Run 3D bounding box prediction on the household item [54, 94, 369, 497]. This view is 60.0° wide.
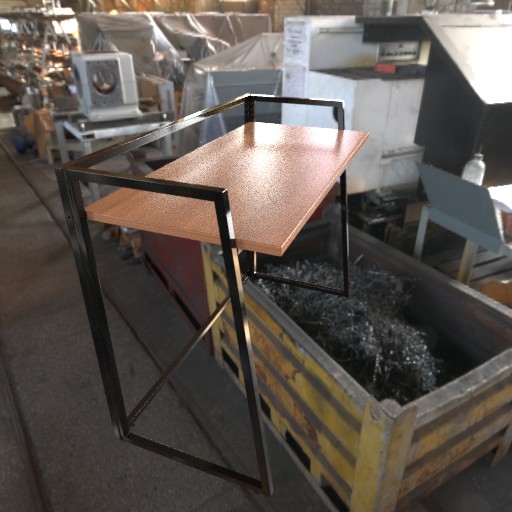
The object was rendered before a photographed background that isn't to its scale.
[{"bbox_3d":[0.000,0.000,1.494,0.510,0.860,1.050,11,31,19],"label":"household item"}]
